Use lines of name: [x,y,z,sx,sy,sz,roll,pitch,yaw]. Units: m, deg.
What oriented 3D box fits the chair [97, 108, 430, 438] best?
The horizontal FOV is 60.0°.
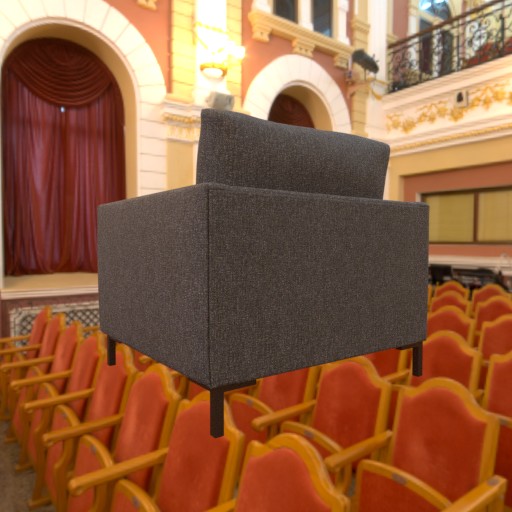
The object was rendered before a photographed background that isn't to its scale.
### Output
chair: [0.000,0.000,1.668,0.963,0.861,0.866,-1,2,-36]
